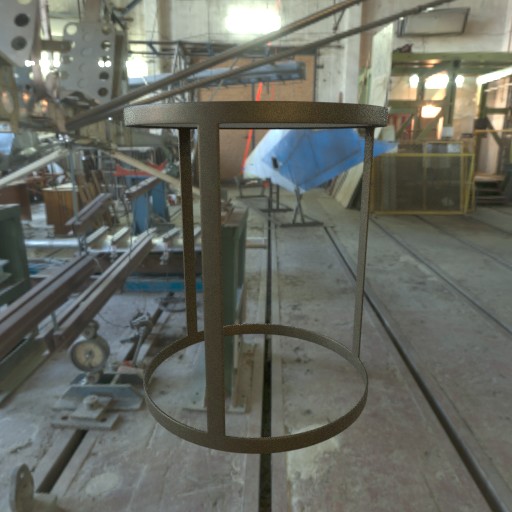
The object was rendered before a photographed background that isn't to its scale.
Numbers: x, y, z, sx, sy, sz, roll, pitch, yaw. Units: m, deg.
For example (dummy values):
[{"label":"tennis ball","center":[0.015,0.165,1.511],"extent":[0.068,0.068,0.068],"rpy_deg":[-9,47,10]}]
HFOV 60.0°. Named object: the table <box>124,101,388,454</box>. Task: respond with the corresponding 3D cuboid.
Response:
[{"label":"table","center":[0.000,0.000,0.908],"extent":[0.480,0.565,0.480],"rpy_deg":[0,15,0]}]
